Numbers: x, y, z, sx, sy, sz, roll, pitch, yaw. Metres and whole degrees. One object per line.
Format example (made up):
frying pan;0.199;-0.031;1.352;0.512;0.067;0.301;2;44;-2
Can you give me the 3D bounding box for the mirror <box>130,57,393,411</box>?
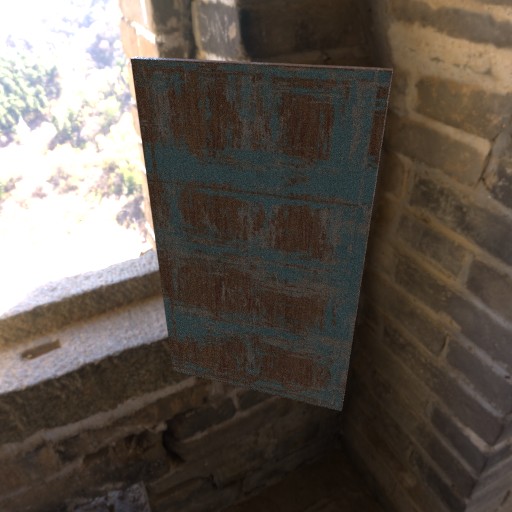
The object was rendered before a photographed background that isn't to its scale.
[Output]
mirror;0.000;0.000;1.498;0.707;1.213;0.083;9;33;14
